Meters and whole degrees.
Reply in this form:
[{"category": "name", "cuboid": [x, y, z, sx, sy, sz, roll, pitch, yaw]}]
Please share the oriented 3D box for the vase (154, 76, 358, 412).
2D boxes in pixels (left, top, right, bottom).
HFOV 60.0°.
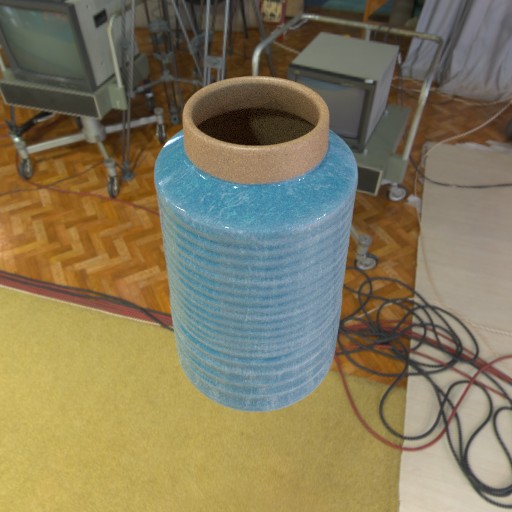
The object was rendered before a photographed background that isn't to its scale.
[{"category": "vase", "cuboid": [0.000, 0.000, 0.371, 0.163, 0.267, 0.163, 0, 47, 0]}]
